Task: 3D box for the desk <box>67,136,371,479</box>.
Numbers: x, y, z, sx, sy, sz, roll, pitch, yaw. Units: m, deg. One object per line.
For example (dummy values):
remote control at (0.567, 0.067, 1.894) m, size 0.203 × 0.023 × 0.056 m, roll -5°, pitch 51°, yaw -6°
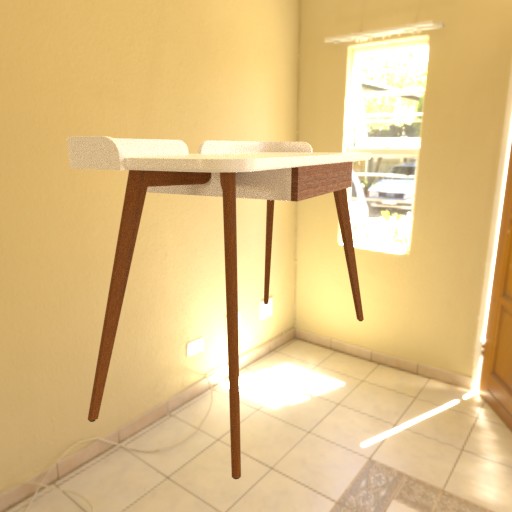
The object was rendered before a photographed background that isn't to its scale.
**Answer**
desk at (0.000, 0.000, 1.588) m, size 0.534 × 0.807 × 1.206 m, roll 7°, pitch 16°, yaw 27°
